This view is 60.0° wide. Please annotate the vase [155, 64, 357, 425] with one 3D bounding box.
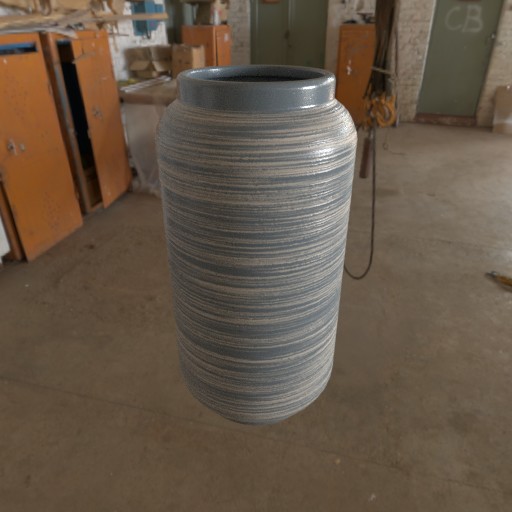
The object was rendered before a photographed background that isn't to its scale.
[{"bbox_3d":[0.000,0.000,0.298,0.116,0.230,0.116,0,29,0],"label":"vase"}]
